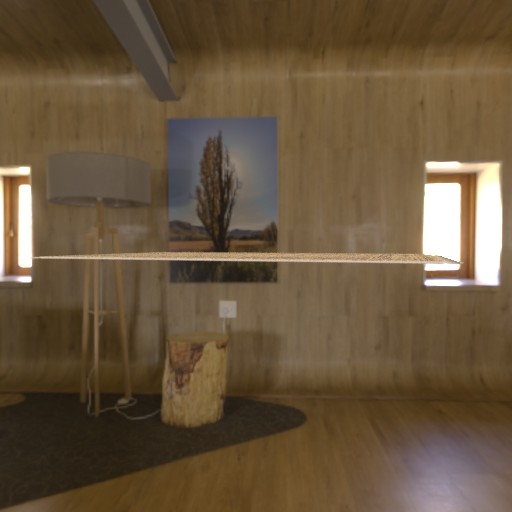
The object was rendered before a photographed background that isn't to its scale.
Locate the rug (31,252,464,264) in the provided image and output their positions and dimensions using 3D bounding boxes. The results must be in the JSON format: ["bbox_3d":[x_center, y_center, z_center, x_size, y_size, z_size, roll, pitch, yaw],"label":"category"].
[{"bbox_3d":[0.000,0.000,3.093,2.486,0.013,1.548,1,2,19],"label":"rug"}]
